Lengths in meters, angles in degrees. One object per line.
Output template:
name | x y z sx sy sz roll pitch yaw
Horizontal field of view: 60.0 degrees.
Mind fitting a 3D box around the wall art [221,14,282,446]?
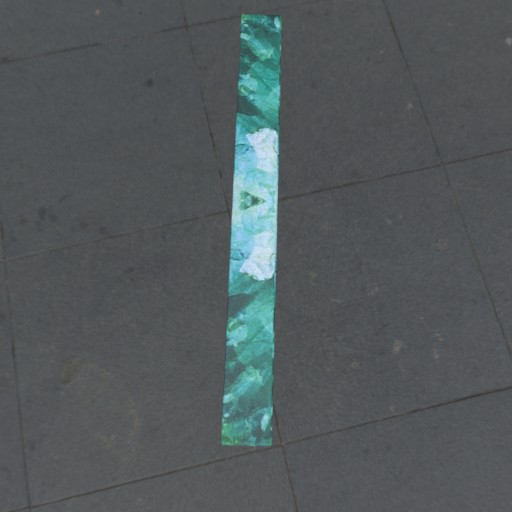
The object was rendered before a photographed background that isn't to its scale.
wall art | 0.000 0.000 0.460 0.033 0.313 0.313 2 77 0
